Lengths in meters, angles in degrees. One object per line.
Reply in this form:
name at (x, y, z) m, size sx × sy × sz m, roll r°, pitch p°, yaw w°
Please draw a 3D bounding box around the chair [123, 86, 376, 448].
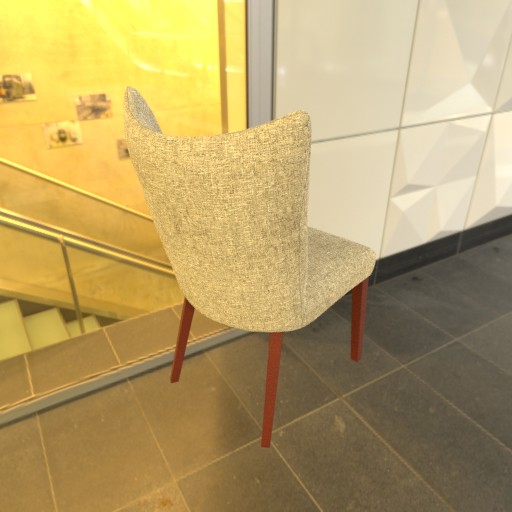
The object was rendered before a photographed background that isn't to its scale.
chair at (0.000, 0.000, 1.282) m, size 0.535 × 0.924 × 0.623 m, roll 22°, pitch 36°, yaw 34°
